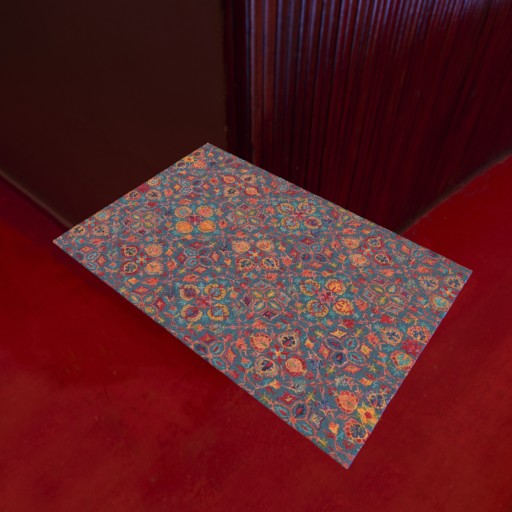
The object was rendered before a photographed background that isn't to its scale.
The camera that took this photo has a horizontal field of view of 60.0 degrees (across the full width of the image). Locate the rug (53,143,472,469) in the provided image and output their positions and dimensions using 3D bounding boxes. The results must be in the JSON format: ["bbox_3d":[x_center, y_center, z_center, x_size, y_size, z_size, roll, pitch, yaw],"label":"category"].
[{"bbox_3d":[0.000,0.000,2.311,1.836,0.014,1.216,31,54,25],"label":"rug"}]
